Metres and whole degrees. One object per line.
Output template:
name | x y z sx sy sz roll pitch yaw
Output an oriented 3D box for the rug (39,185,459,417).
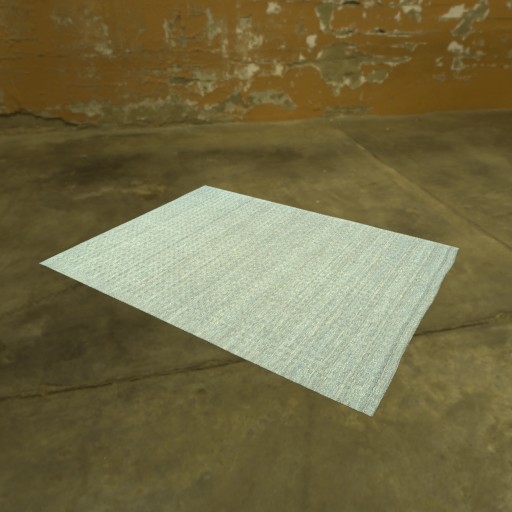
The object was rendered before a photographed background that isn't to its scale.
rug | 0.000 0.000 4.207 3.200 0.007 2.443 18 34 29
